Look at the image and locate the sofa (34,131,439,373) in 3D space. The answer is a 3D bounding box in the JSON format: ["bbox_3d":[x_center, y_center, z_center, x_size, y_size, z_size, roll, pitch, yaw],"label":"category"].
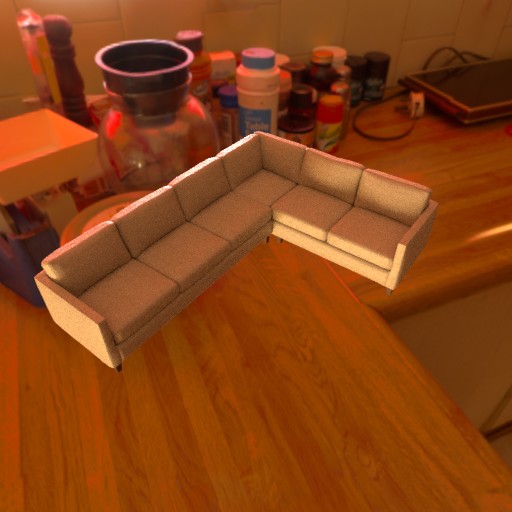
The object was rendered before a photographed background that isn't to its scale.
[{"bbox_3d":[0.000,0.000,4.498,2.522,0.934,3.333,27,48,27],"label":"sofa"}]
